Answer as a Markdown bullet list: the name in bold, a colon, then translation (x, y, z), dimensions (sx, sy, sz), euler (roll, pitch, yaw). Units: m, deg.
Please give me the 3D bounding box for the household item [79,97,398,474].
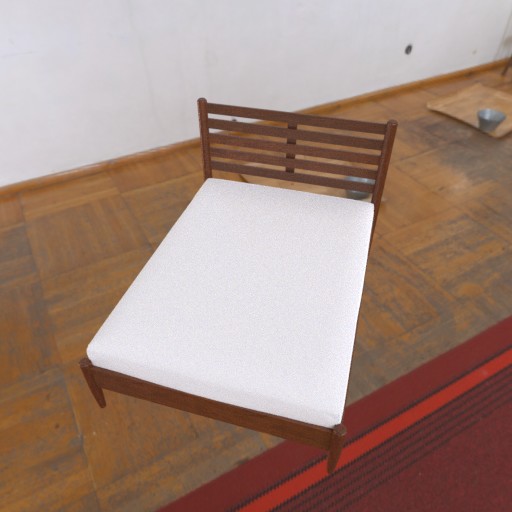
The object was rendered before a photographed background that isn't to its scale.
- **household item**: translation (0.000, 0.000, 3.254), dimensions (1.663, 1.356, 2.232), euler (11, 42, 12)
